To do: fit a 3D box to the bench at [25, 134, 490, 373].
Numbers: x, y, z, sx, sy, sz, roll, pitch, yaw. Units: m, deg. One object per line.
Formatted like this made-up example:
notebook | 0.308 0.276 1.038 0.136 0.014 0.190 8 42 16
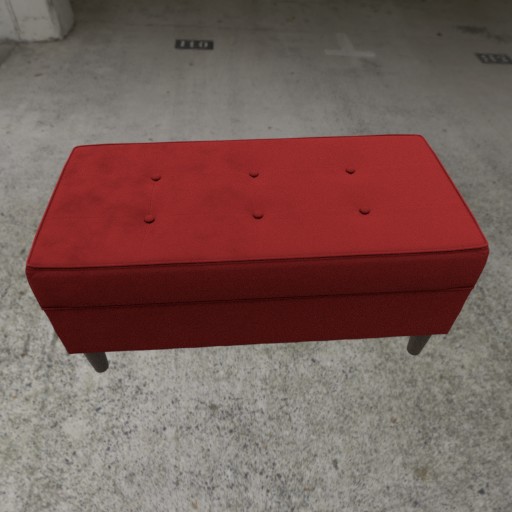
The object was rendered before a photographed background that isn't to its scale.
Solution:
bench | 0.000 0.000 1.256 1.016 0.471 0.492 -3 46 -2
